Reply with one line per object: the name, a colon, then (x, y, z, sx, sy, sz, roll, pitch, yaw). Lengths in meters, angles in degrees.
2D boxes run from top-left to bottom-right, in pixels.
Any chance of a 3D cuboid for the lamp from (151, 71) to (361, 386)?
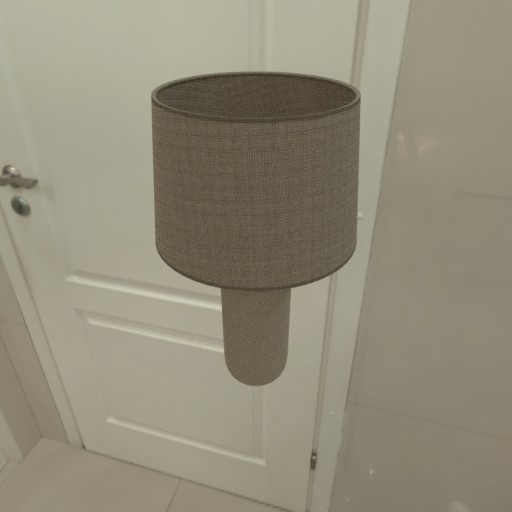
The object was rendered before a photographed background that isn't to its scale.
lamp: (0.000, 0.000, 0.850, 0.367, 0.609, 0.367, 0, 32, 0)
